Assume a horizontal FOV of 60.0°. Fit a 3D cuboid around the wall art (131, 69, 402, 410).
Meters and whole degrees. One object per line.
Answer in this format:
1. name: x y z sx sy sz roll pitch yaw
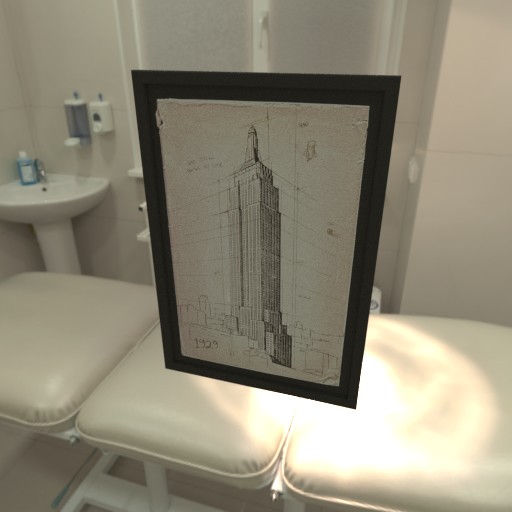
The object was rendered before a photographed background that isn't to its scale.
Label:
1. wall art: 0.000 0.000 0.862 0.451 0.661 0.012 8 27 15
